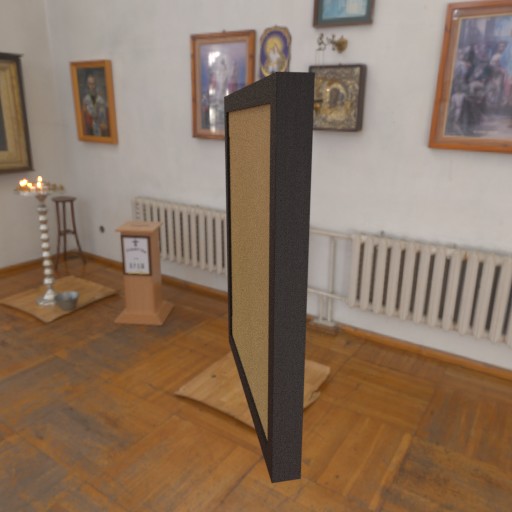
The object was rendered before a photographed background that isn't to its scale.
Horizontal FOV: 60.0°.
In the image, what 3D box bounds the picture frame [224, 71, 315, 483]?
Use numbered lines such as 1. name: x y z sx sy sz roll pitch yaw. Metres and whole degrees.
1. picture frame: 0.000 0.000 0.782 0.044 0.555 0.452 -3 17 -11
